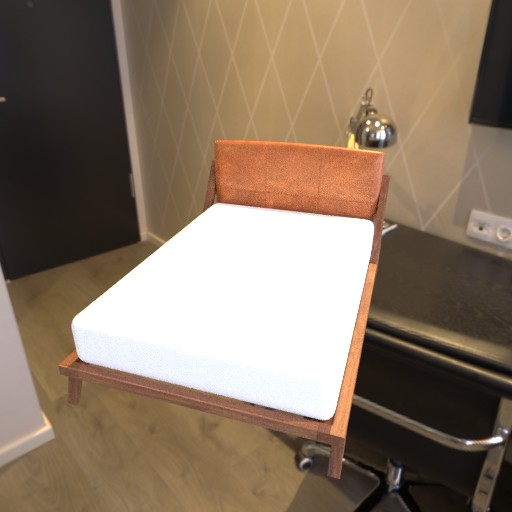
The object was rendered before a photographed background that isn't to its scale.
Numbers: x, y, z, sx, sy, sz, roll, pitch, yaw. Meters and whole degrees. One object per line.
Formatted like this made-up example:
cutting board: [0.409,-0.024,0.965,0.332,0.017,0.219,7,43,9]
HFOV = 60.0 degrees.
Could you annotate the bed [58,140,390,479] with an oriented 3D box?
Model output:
bed: [0.000,0.000,3.188,1.651,1.168,2.311,8,27,16]
